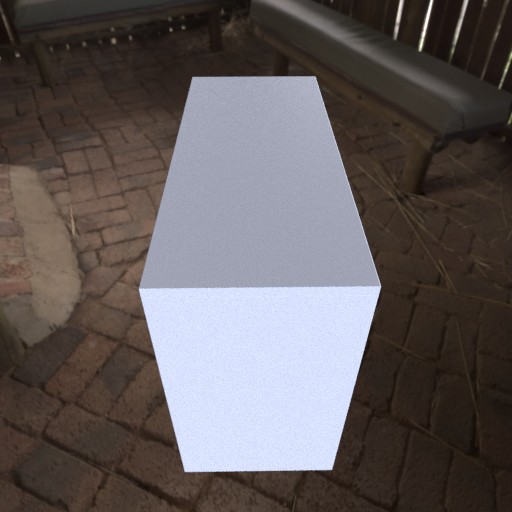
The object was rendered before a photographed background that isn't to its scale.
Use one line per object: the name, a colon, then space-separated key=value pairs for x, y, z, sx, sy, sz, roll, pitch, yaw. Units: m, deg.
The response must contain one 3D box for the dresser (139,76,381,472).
dresser: x=0.000 y=0.000 z=1.523 sx=0.460 sy=0.820 sz=1.100 roll=-1 pitch=42 yaw=-1
